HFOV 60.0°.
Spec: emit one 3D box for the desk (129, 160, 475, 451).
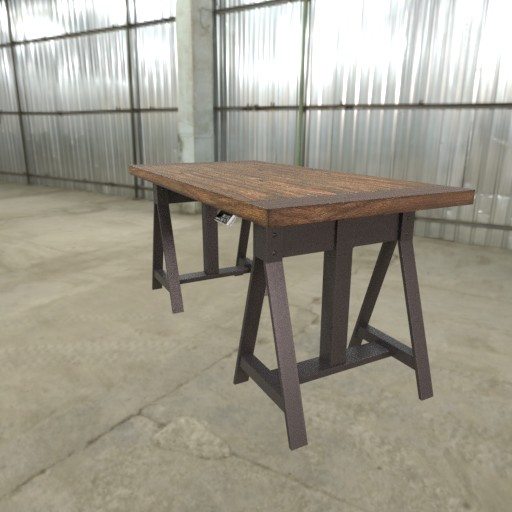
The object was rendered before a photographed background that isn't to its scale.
[{"bbox_3d":[0.000,0.000,1.990,0.784,0.725,1.543,-8,18,-27],"label":"desk"}]
